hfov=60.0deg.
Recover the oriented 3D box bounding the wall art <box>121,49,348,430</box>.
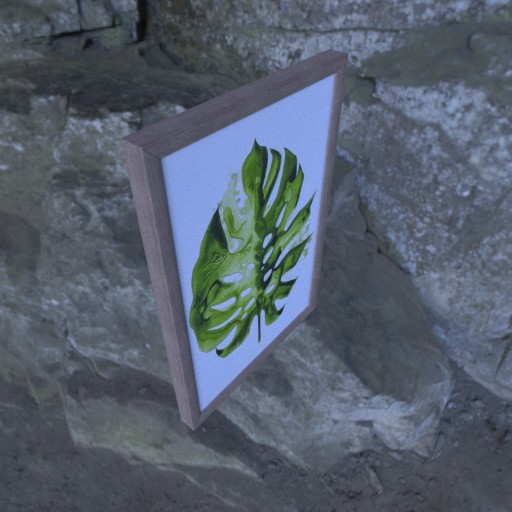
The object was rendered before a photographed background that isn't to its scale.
[{"bbox_3d":[0.000,0.000,0.673,0.031,0.509,0.356,29,49,29],"label":"wall art"}]
